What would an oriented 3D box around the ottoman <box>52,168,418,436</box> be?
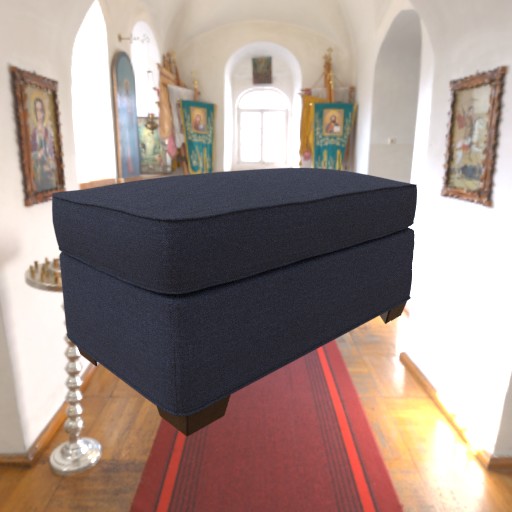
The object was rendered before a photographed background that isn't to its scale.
[{"bbox_3d":[0.000,0.000,1.195,0.895,0.453,0.505,-15,21,-43],"label":"ottoman"}]
